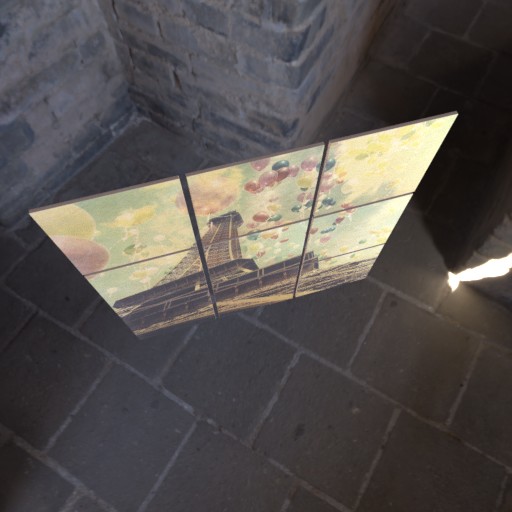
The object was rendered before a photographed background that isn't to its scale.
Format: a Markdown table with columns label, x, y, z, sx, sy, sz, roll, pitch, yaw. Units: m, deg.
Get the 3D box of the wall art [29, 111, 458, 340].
| label | x | y | z | sx | sy | sz | roll | pitch | yaw |
| --- | --- | --- | --- | --- | --- | --- | --- | --- | --- |
| wall art | 0.000 | 0.000 | 1.763 | 1.219 | 1.218 | 0.013 | -15 | 65 | -7 |
